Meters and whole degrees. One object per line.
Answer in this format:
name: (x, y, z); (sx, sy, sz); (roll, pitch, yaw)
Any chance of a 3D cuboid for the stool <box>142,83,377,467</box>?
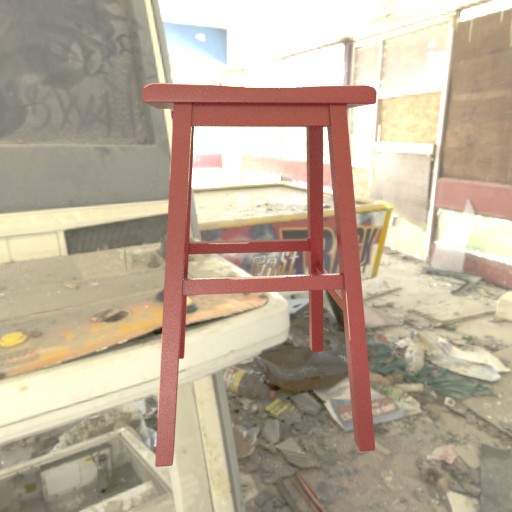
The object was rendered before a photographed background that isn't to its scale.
stool: (0.000, 0.000, 1.043); (0.457, 0.737, 0.476); (-2, 16, -6)
